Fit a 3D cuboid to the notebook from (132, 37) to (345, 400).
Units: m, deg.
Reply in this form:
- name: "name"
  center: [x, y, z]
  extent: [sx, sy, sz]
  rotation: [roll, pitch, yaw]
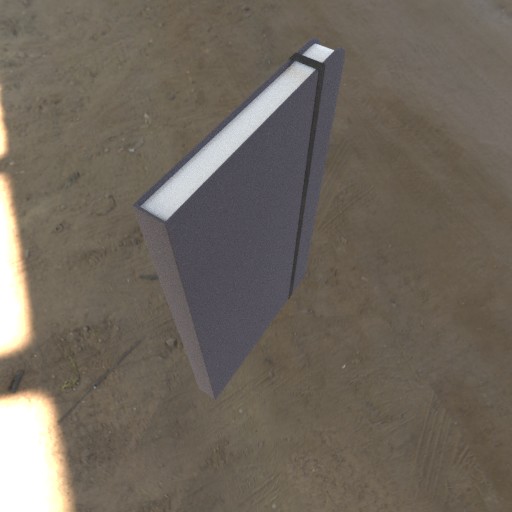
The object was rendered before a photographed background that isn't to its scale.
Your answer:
- name: "notebook"
  center: [0.000, 0.000, 0.265]
  extent: [0.016, 0.213, 0.127]
  rotation: [30, 62, 18]
